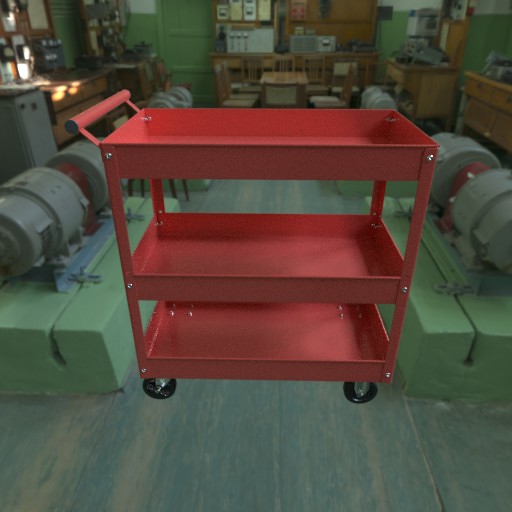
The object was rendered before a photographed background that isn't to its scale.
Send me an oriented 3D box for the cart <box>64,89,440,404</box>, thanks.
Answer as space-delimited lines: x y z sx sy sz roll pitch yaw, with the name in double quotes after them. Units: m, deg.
0.000 0.000 1.176 0.719 0.780 0.366 1 29 1 "cart"
